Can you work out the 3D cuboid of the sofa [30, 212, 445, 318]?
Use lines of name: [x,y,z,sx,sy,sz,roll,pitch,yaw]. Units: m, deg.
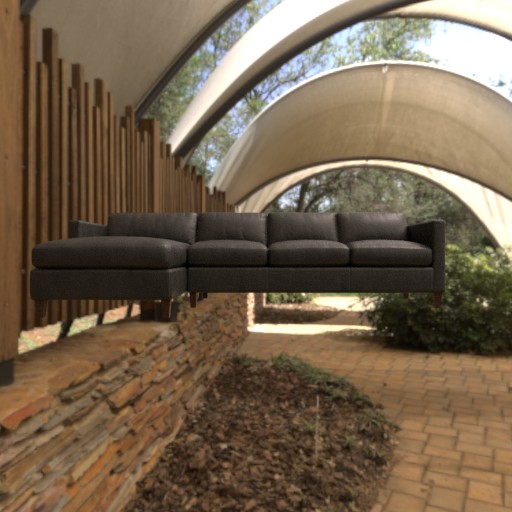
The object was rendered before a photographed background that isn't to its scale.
sofa: [0.000,0.000,3.885,3.203,0.883,1.581,0,0,1]
